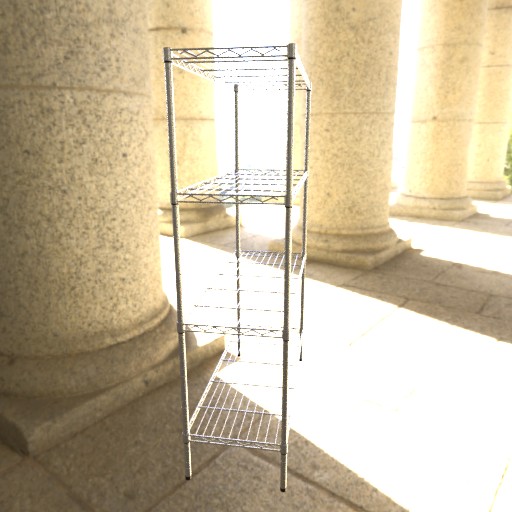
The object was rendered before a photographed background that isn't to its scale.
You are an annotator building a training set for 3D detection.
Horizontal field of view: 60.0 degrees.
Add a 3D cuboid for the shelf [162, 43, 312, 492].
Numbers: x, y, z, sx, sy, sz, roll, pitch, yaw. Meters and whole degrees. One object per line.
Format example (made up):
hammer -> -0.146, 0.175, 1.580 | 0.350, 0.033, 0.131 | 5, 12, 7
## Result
shelf -> 0.000, 0.000, 1.737 | 0.352, 1.360, 0.907 | 3, 16, 9
